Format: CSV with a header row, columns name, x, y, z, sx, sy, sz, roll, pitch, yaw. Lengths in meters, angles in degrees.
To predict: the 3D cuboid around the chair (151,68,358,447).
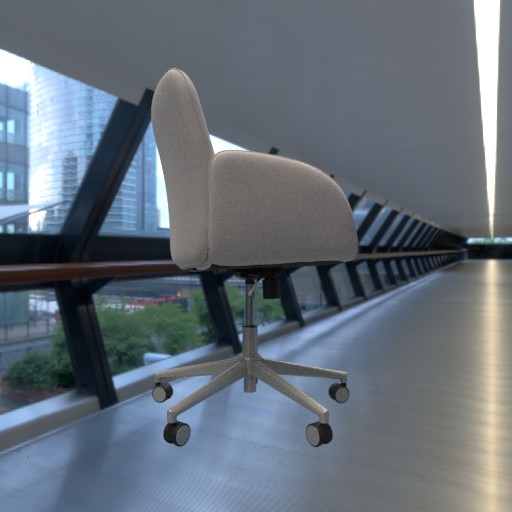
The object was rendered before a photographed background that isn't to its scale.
name,x,y,z,sx,sy,sz,roll,pitch,yaw
chair,0.000,0.000,1.380,0.633,0.959,0.648,0,0,-18
